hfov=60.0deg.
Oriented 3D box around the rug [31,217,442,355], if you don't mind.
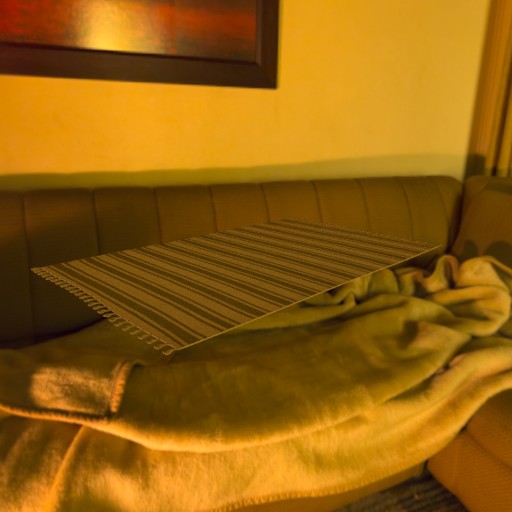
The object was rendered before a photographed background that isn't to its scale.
[{"bbox_3d":[0.000,0.000,2.325,1.875,0.013,1.162,-15,22,-42],"label":"rug"}]
